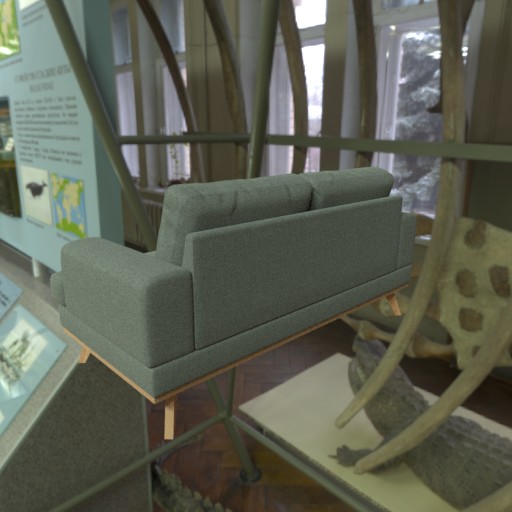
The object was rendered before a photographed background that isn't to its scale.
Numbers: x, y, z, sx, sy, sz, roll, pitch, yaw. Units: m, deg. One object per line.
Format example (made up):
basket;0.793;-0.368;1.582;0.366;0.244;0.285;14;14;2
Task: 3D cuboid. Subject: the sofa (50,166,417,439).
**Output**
sofa;0.000;0.000;2.105;1.650;0.810;0.785;-14;21;-42
